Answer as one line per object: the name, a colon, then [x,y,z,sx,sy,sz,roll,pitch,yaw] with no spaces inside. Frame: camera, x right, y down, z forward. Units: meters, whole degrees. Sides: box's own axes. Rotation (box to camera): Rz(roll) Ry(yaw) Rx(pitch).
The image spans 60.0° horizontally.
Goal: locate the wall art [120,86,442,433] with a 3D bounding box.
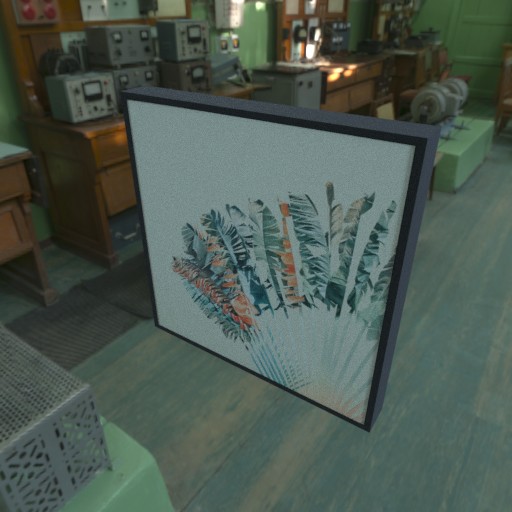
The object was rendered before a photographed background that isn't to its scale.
wall art: [0.000,0.000,0.459,0.302,0.300,0.036,19,35,29]
